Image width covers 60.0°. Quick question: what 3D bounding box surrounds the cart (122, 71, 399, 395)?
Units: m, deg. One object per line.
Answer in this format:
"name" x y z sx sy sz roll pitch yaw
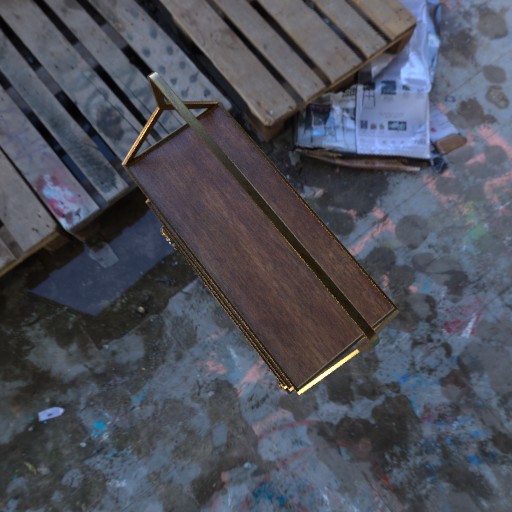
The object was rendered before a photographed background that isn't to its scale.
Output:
"cart" 0.000 0.000 1.196 0.313 0.805 0.723 -37 78 -9
